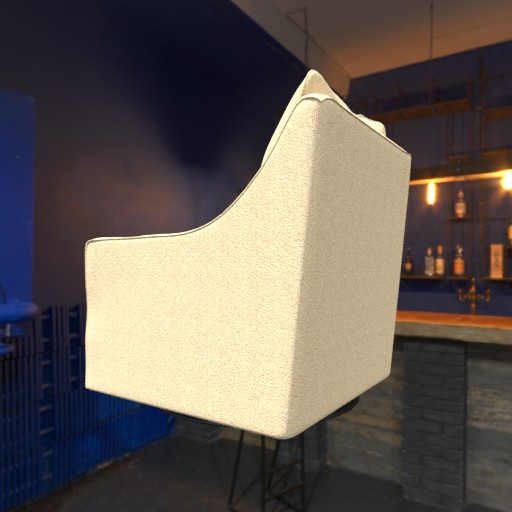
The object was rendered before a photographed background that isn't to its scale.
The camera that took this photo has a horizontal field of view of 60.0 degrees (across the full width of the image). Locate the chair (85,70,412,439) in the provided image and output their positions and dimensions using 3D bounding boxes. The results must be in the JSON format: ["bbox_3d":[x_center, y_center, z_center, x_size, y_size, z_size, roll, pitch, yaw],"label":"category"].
[{"bbox_3d":[0.000,0.000,1.530,0.876,0.927,0.760,-1,-1,35],"label":"chair"}]
